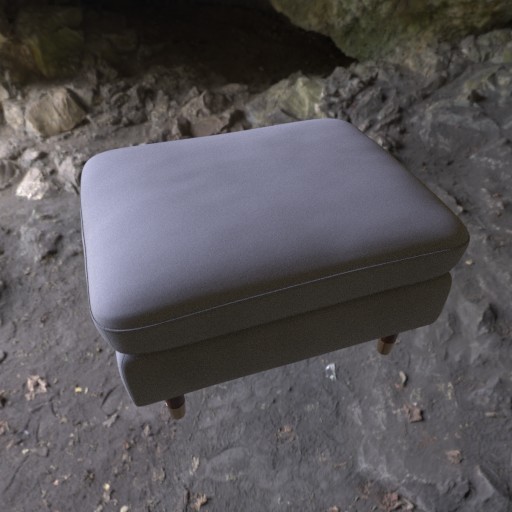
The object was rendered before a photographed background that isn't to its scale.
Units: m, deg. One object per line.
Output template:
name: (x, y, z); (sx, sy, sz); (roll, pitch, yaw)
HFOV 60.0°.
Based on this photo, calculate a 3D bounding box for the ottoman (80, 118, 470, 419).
ottoman: (0.000, 0.000, 1.093); (0.747, 0.478, 0.593); (-13, 44, -14)
